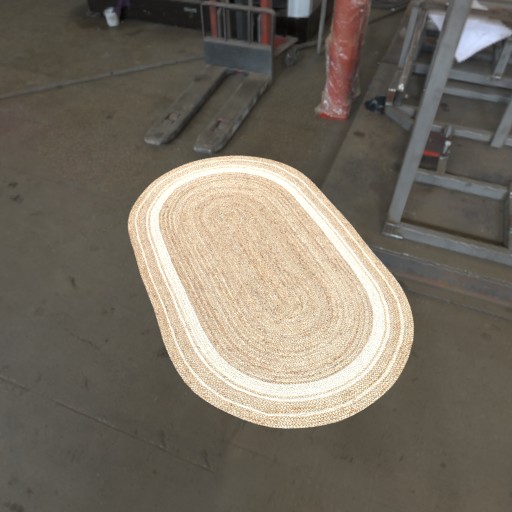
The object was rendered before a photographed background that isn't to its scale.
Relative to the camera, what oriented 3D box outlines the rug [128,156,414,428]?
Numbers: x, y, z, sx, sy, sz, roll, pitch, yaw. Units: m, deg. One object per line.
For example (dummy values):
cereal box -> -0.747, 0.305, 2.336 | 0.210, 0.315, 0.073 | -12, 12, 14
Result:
rug -> 0.000, 0.000, 3.022 | 1.520, 0.006, 2.432 | -18, 50, -16
